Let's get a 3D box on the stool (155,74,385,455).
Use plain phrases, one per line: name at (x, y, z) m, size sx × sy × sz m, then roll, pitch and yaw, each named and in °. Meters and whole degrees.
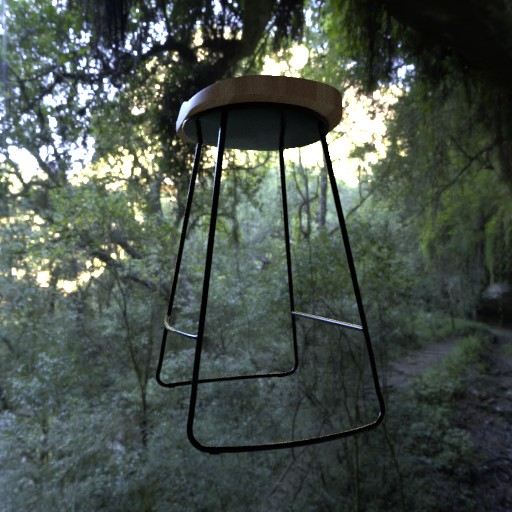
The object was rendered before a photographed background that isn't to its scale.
stool at (0.000, 0.000, 1.007) m, size 0.401 × 0.679 × 0.480 m, roll 0°, pitch -1°, yaw -20°
